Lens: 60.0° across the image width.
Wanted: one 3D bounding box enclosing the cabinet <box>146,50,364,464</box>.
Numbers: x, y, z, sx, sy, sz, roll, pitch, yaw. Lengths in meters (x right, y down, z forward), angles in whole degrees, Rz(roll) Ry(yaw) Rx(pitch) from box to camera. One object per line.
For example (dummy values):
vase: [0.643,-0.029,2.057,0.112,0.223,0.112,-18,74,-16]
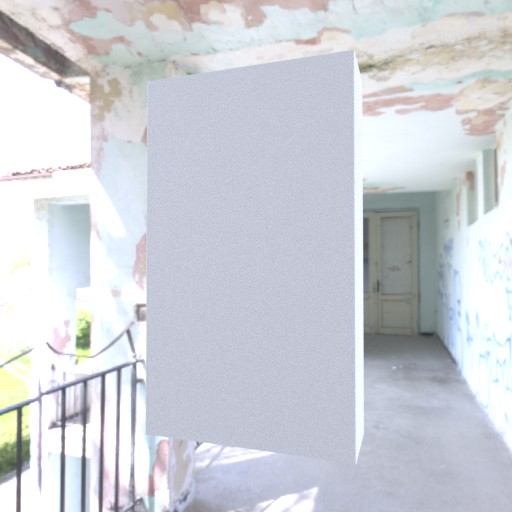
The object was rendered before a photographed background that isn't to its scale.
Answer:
cabinet: [0.000,0.000,2.729,1.250,2.160,0.480,0,-1,19]
